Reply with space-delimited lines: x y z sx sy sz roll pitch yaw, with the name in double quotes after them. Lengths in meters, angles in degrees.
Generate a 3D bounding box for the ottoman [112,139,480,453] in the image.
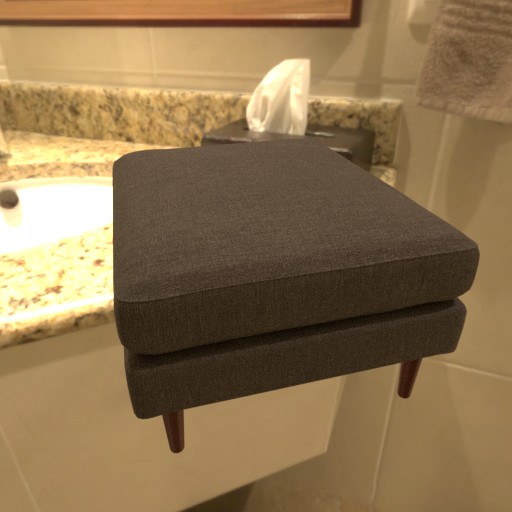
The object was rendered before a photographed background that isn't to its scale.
0.000 0.000 1.184 0.693 0.474 0.821 -8 30 -14 "ottoman"
